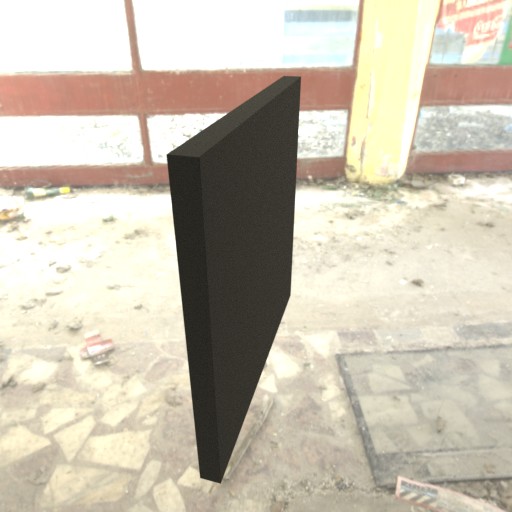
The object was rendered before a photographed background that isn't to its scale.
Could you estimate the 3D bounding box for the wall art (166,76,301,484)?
[{"bbox_3d":[0.000,0.000,0.687,0.030,0.458,0.462,8,31,14],"label":"wall art"}]
